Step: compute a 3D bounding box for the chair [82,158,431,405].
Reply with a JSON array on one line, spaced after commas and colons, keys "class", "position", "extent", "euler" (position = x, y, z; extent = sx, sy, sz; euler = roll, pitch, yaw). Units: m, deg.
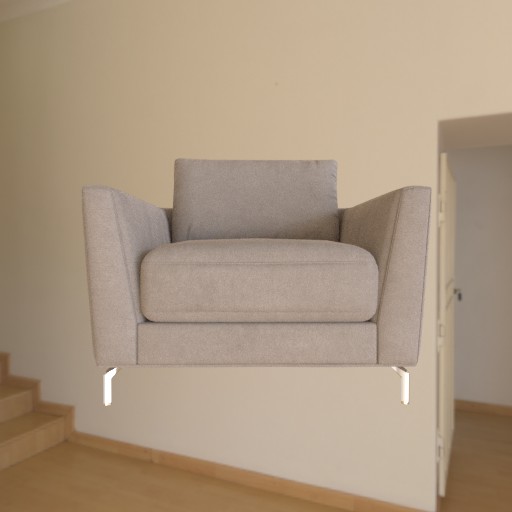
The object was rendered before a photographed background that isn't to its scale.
[{"class": "chair", "position": [0.000, 0.000, 1.695], "extent": [1.041, 0.864, 0.889], "euler": [0, 1, -1]}]
